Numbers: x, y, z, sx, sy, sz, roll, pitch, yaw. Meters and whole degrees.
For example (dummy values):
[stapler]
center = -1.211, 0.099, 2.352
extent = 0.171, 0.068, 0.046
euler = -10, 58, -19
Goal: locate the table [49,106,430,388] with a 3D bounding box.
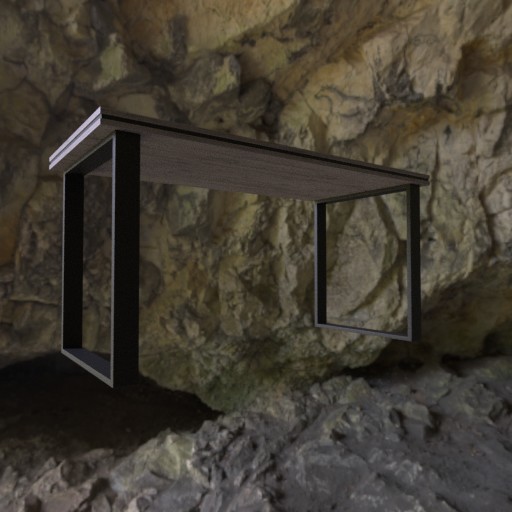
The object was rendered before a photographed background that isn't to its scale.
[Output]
[table]
center = 0.000, 0.000, 2.229
extent = 1.778, 0.899, 0.795
euler = 1, -2, -35
